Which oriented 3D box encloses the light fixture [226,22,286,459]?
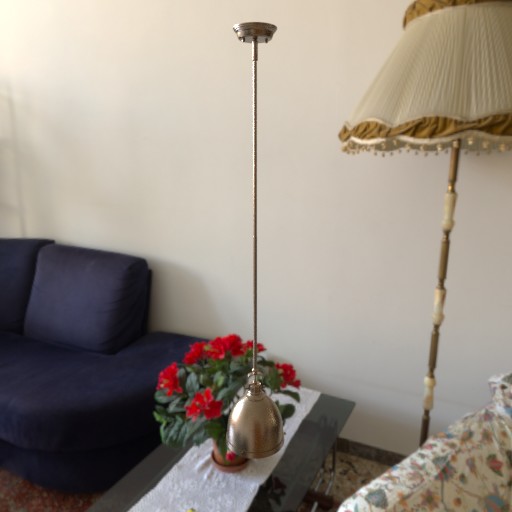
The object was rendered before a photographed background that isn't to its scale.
[{"bbox_3d":[0.000,0.000,1.453,0.217,1.367,0.211,-2,14,-10],"label":"light fixture"}]
